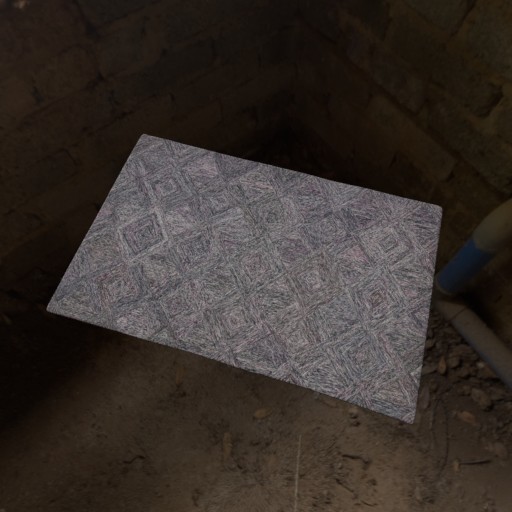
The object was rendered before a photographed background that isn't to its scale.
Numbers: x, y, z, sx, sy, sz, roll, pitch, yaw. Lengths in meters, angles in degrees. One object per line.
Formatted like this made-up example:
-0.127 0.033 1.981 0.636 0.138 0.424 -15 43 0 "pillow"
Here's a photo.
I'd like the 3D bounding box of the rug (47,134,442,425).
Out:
0.000 0.000 2.243 1.752 0.013 1.158 15 64 8 "rug"
